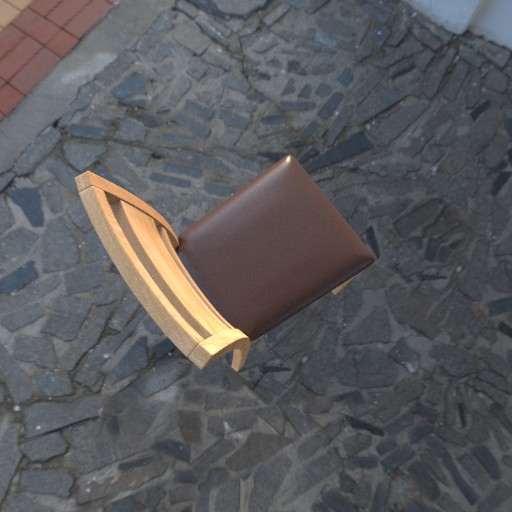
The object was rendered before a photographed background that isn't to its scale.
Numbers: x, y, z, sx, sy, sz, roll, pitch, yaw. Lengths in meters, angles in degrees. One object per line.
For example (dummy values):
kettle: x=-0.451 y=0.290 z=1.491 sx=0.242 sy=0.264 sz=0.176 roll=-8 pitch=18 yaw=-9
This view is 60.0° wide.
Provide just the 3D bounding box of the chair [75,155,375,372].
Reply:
chair: x=0.000 y=0.000 z=1.219 sx=0.545 sy=0.940 sz=0.420 roll=-35 pitch=78 yaw=-9
